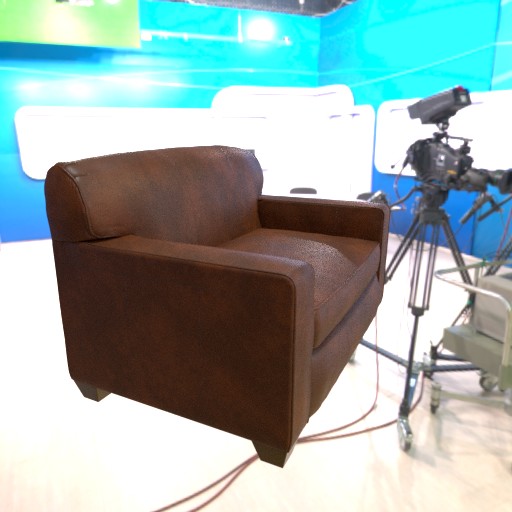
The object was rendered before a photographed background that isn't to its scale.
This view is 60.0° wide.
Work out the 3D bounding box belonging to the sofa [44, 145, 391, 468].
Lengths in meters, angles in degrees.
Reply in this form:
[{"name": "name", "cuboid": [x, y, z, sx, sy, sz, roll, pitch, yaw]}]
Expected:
[{"name": "sofa", "cuboid": [0.000, 0.000, 2.017, 1.000, 0.956, 1.413, 8, 18, 26]}]
